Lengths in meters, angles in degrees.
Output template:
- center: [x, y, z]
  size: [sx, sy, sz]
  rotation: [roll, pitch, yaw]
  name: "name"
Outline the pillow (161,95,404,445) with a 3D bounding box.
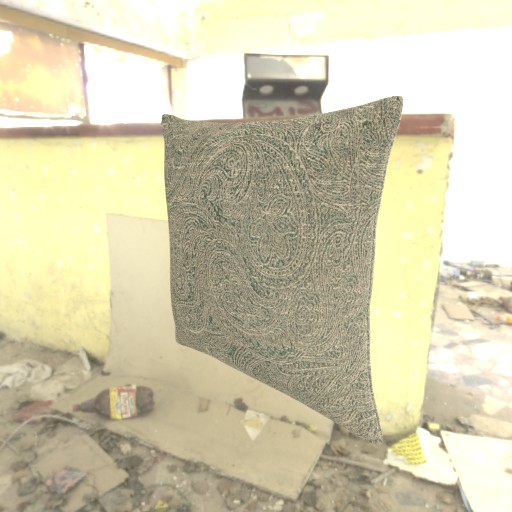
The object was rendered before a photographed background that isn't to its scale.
- center: [0.000, 0.000, 0.790]
  size: [0.526, 0.507, 0.166]
  rotation: [14, 20, 43]
  name: "pillow"
